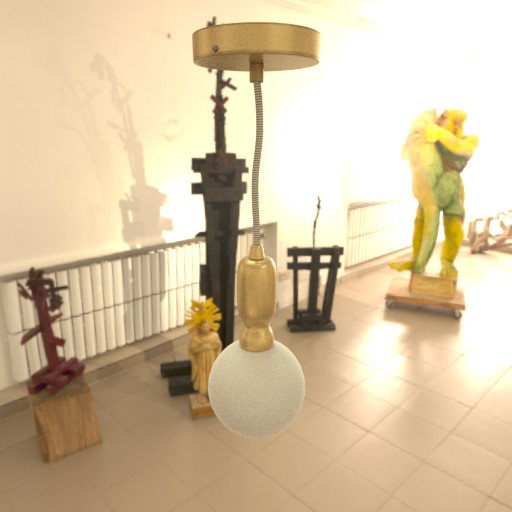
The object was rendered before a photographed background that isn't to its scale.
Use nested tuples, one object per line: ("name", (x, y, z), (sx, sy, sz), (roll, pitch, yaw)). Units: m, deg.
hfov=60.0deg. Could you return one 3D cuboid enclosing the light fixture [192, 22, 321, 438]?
("light fixture", (0.000, 0.000, 0.566), (0.147, 0.510, 0.146), (-15, 22, -42))
